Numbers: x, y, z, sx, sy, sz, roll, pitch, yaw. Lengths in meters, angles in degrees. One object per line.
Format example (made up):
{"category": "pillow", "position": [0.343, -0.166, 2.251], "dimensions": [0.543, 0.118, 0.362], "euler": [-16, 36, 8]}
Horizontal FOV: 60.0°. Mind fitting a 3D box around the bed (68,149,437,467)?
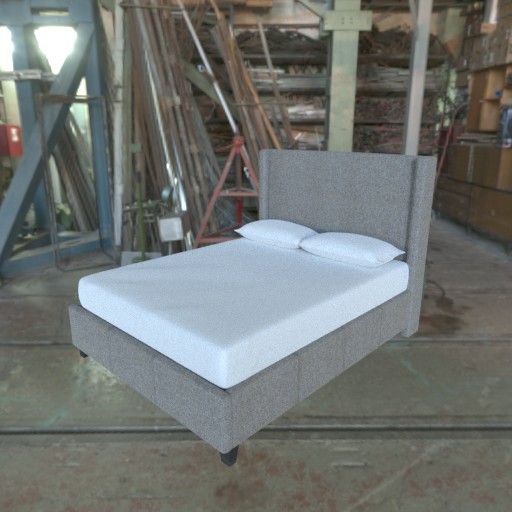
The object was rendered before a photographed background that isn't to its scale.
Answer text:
{"category": "bed", "position": [0.000, 0.000, 3.391], "dimensions": [1.714, 1.481, 2.245], "euler": [15, 22, 42]}
